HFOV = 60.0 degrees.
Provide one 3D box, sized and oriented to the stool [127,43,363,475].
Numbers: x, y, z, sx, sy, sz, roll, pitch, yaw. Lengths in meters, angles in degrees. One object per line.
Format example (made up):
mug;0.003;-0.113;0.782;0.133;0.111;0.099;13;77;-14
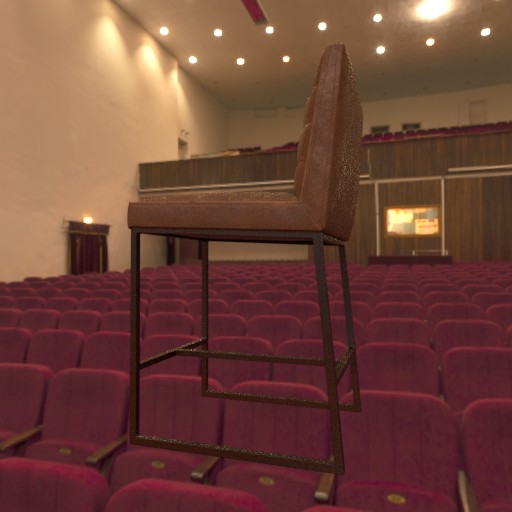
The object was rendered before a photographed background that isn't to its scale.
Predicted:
stool;0.000;0.000;1.240;0.562;0.942;0.463;0;-1;18
